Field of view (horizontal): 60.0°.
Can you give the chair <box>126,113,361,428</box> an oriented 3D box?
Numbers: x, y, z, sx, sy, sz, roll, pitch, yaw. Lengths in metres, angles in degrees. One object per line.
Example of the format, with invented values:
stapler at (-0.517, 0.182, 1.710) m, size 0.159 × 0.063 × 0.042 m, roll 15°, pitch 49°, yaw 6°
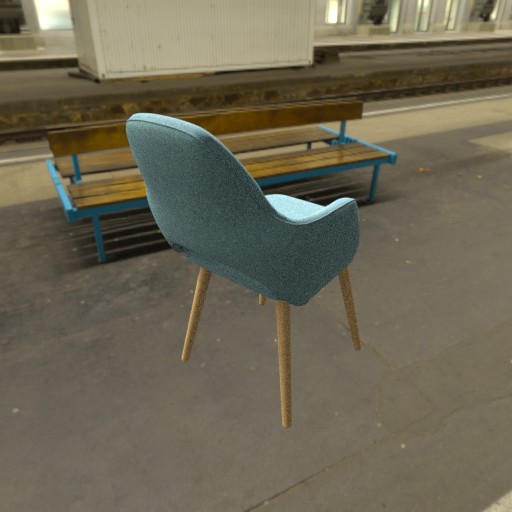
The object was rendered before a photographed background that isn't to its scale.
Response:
chair at (0.000, 0.000, 1.330) m, size 0.589 × 0.920 × 0.666 m, roll 22°, pitch 36°, yaw 33°
